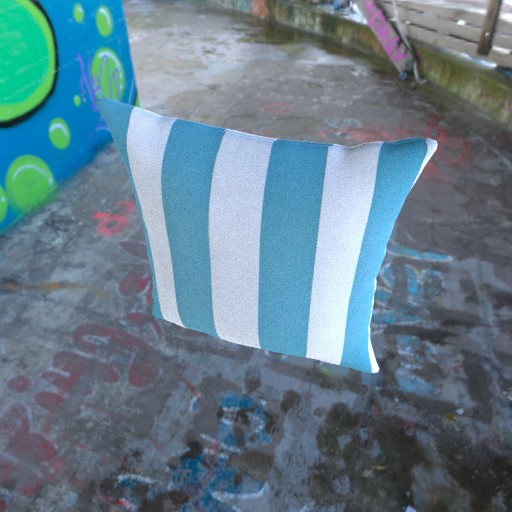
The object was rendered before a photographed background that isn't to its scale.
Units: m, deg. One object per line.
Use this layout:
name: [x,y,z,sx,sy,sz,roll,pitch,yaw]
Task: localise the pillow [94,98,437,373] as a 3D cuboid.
pillow: [0.000,0.000,0.813,0.536,0.526,0.189,11,43,12]
